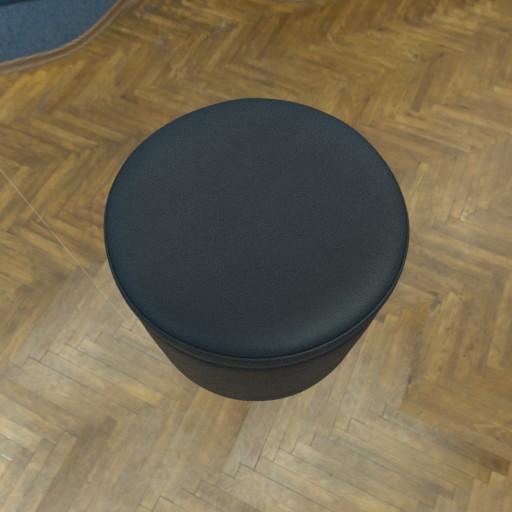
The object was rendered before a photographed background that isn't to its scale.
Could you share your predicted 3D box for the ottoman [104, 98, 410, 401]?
[{"bbox_3d":[0.000,0.000,0.876,0.501,0.409,0.501,0,63,0],"label":"ottoman"}]
